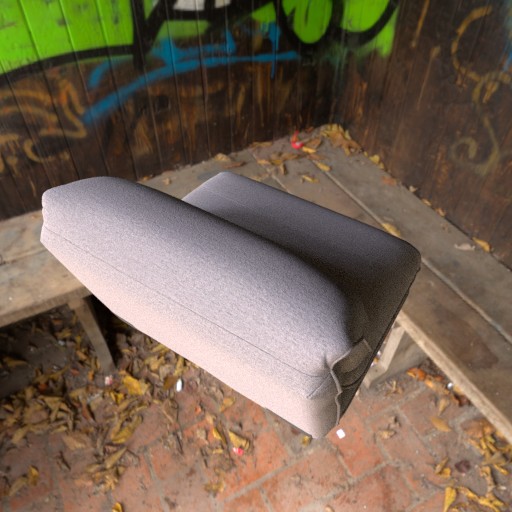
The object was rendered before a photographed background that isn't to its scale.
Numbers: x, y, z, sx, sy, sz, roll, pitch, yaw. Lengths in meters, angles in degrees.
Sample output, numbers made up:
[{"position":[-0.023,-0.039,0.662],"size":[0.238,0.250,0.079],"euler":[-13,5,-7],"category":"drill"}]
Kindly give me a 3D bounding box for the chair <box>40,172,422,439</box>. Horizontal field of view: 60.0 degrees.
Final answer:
[{"position":[0.000,0.000,1.282],"size":[0.820,0.580,0.780],"euler":[25,51,22],"category":"chair"}]
